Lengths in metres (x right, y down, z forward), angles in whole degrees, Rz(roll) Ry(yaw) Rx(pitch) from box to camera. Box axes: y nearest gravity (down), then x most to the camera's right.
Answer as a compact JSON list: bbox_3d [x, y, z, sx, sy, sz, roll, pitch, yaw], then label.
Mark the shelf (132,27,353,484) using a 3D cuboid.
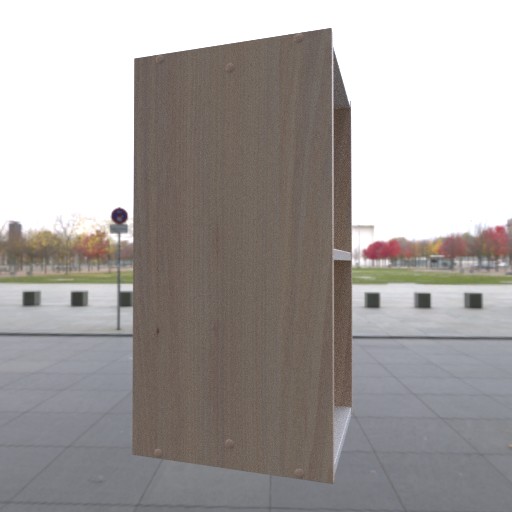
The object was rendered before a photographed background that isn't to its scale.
[{"bbox_3d":[0.000,0.000,0.757,0.297,0.594,0.290,0,-1,17],"label":"shelf"}]
